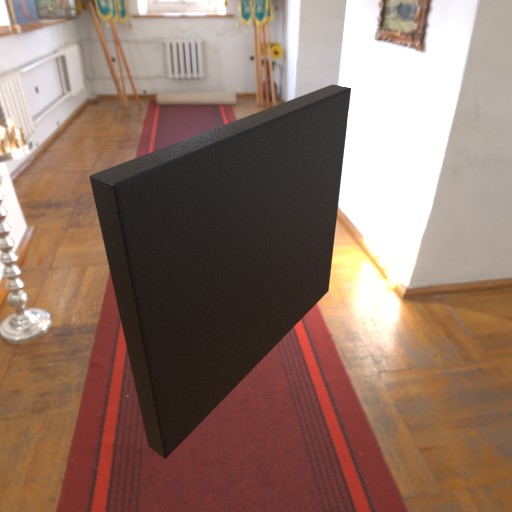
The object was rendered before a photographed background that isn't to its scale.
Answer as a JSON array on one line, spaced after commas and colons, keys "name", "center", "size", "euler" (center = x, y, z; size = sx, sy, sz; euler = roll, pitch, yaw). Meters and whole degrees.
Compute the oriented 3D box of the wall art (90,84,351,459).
[{"name": "wall art", "center": [0.000, 0.000, 0.539], "size": [0.028, 0.330, 0.380], "euler": [22, 39, 30]}]
